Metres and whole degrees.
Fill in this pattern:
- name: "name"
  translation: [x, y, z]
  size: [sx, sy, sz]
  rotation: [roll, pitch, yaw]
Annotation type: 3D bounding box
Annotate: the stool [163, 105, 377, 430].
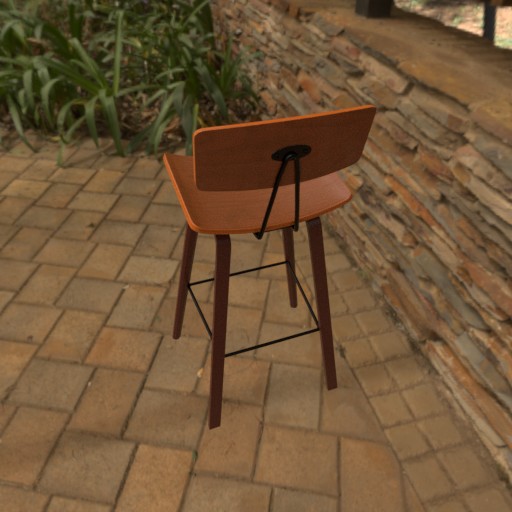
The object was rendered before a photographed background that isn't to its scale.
- name: "stool"
  translation: [0.000, 0.000, 1.267]
  size: [0.509, 0.969, 0.440]
  rotation: [-13, 40, -15]
